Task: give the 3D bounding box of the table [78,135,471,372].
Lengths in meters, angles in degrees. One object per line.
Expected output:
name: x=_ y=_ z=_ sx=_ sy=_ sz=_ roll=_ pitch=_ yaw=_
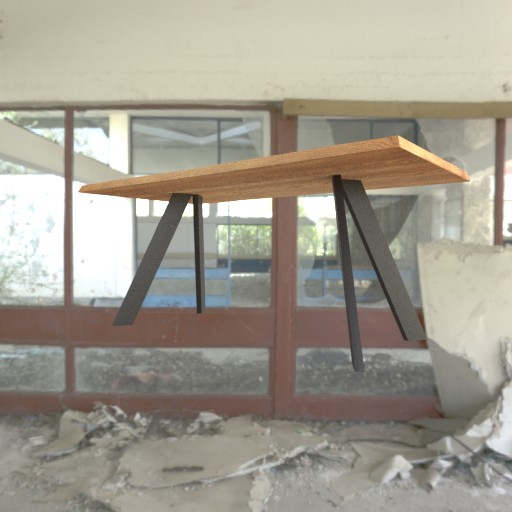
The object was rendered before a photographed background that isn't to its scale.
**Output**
table: x=0.000 y=0.000 z=2.242 sx=1.800 sy=0.770 sz=0.900 roll=1 pitch=1 yaw=38
